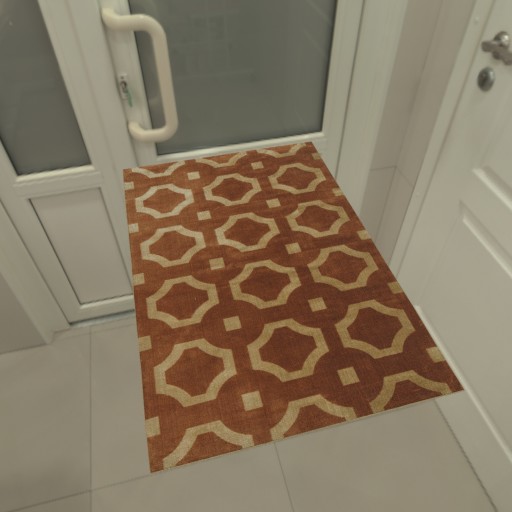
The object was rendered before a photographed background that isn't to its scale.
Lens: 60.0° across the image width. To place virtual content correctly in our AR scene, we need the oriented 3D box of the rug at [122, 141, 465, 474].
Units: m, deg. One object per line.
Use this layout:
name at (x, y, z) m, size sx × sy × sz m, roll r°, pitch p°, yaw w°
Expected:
rug at (0.000, 0.000, 2.817) m, size 1.555 × 0.016 × 2.286 m, roll -11°, pitch 48°, yaw -10°
